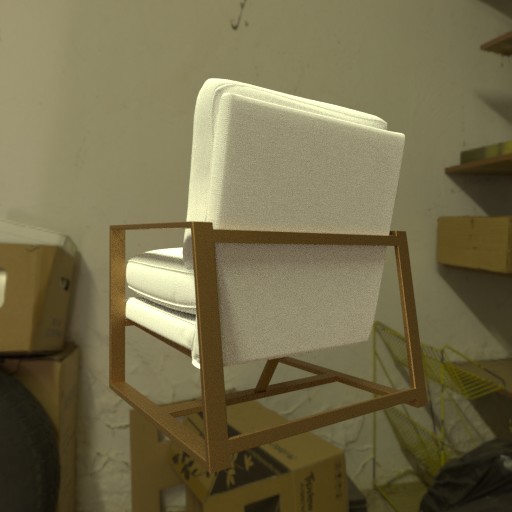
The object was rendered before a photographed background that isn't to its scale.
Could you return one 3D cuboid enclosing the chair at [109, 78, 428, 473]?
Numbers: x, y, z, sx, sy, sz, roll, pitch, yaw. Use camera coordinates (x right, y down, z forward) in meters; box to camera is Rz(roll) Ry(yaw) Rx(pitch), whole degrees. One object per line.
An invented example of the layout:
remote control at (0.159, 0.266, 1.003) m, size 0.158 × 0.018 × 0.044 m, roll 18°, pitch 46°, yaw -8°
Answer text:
chair at (0.000, 0.000, 1.546) m, size 0.805 × 0.966 × 0.813 m, roll 0°, pitch 0°, yaw -35°
